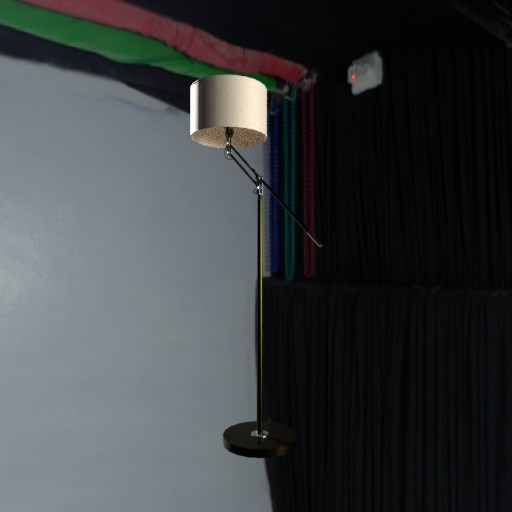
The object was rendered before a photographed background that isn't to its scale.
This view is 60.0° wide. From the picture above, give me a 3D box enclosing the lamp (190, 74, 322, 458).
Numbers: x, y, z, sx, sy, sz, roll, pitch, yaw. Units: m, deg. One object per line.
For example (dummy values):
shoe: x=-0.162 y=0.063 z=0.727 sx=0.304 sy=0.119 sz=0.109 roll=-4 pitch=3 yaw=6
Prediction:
lamp: x=0.000 y=0.000 z=1.982 sx=0.373 sy=1.635 sz=0.809 roll=1 pitch=-1 yaw=-37
